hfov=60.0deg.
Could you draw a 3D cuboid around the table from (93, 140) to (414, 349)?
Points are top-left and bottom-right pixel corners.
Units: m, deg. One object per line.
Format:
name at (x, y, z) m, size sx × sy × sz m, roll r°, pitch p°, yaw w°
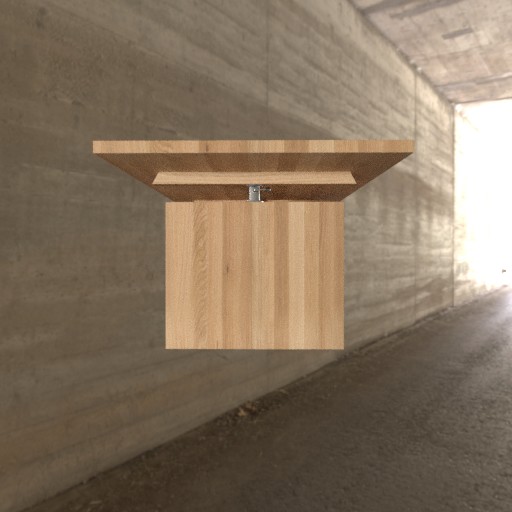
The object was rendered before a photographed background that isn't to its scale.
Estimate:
table at (0.000, 0.000, 1.515) m, size 0.700 × 0.510 × 1.100 m, roll 0°, pitch 0°, yaw 1°
